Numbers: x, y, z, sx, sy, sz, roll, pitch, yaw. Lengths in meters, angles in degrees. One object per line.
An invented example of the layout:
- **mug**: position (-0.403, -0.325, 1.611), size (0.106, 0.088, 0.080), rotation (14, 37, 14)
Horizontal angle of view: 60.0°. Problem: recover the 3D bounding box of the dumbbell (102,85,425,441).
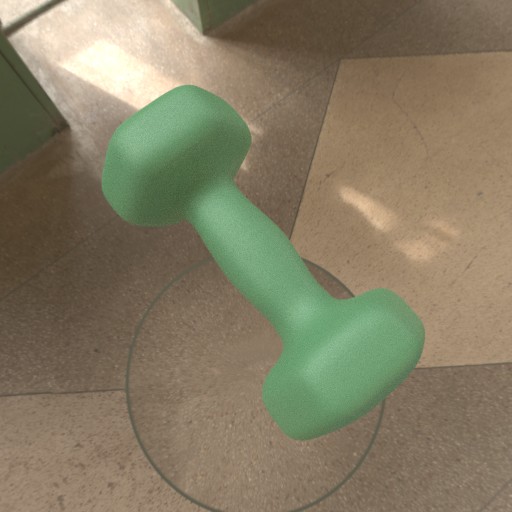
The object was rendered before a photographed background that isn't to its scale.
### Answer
- **dumbbell**: position (0.000, 0.000, 0.328), size (0.126, 0.114, 0.257), rotation (-37, 78, -9)
